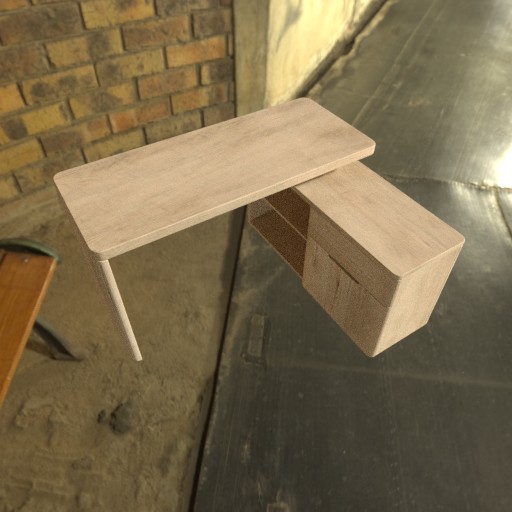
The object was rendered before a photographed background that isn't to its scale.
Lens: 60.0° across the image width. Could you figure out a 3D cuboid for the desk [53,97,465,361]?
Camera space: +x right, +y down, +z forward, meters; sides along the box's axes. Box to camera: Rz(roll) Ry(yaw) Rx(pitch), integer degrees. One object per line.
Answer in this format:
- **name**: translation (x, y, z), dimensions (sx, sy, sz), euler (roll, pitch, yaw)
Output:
- **desk**: translation (0.000, 0.000, 2.139), dimensions (1.400, 0.770, 1.175), euler (-24, 51, -22)
